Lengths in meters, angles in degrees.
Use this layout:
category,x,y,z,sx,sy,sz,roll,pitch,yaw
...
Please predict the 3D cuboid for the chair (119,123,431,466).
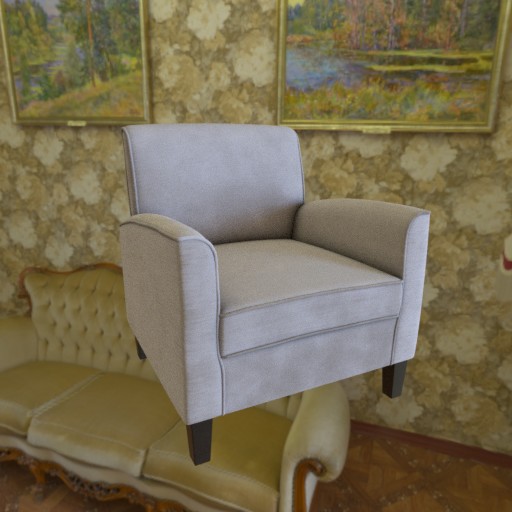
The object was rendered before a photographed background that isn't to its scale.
category,x,y,z,sx,sy,sz,roll,pitch,yaw
chair,0.000,0.000,1.571,0.820,0.915,0.821,-8,17,-26
